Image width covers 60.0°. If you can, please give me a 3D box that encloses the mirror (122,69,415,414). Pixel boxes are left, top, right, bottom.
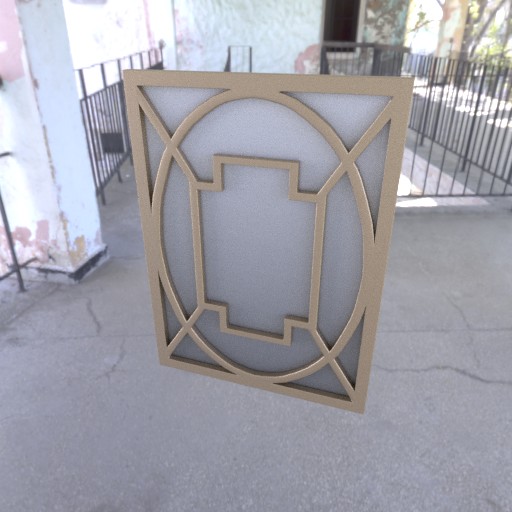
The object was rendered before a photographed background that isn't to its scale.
[{"bbox_3d":[0.000,0.000,1.337,0.756,1.023,0.032,9,28,17],"label":"mirror"}]
